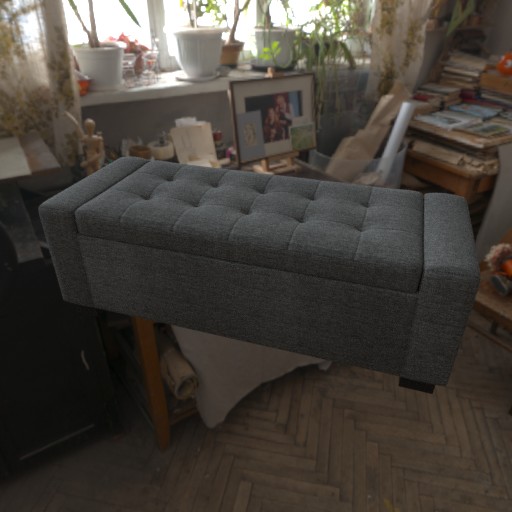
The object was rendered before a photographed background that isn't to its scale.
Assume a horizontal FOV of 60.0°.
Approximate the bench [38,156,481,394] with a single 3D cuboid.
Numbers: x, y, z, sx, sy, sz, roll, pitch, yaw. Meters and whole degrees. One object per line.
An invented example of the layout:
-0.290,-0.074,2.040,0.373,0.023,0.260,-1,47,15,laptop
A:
0.000,0.000,1.531,1.296,0.445,0.508,10,33,15,bench
